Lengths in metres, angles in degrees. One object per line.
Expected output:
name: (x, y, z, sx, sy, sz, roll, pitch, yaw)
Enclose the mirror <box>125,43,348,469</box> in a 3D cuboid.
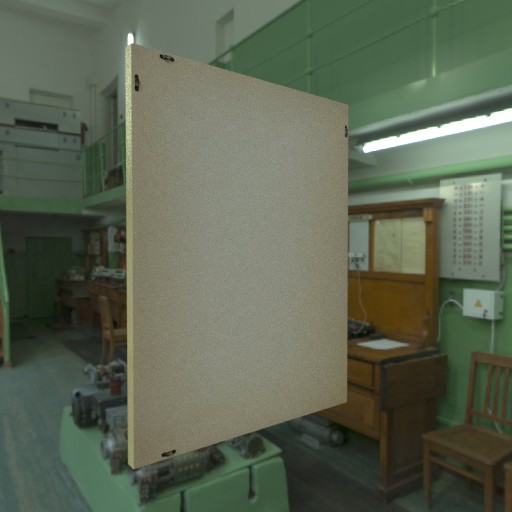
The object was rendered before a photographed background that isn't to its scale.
mirror: (0.000, 0.000, 1.296, 0.762, 1.016, 0.040, -1, 2, -37)
